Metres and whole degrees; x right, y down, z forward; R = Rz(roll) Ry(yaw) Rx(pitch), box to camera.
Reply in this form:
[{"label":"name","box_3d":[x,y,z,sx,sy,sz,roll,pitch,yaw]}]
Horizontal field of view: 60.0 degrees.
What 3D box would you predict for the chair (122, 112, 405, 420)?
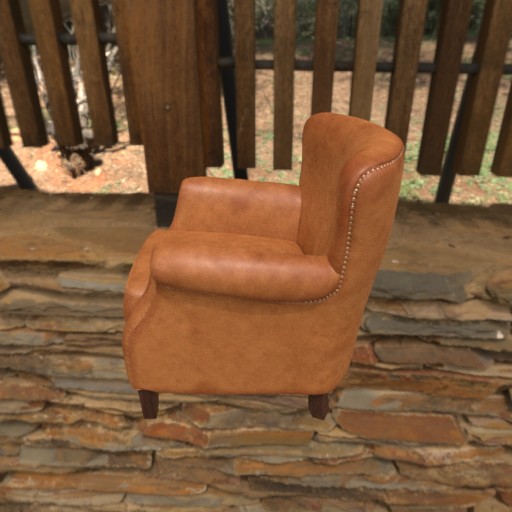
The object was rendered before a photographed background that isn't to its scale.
[{"label":"chair","box_3d":[0.000,0.000,1.646,0.921,0.936,0.861,-1,26,-1]}]
